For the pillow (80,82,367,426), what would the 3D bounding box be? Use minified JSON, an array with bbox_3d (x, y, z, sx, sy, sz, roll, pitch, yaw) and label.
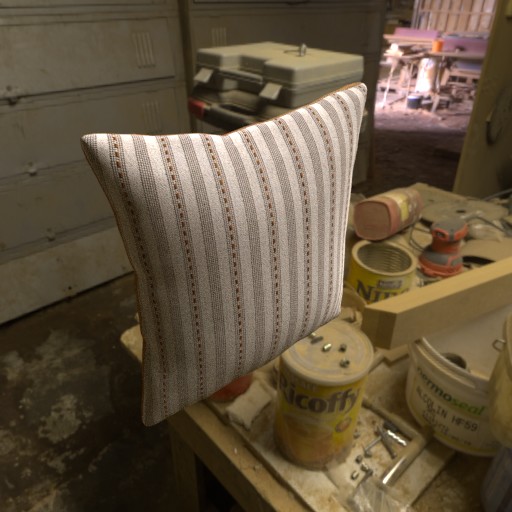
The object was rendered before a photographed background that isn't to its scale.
[{"bbox_3d":[0.000,0.000,0.652,0.432,0.437,0.147,-23,38,-34],"label":"pillow"}]
